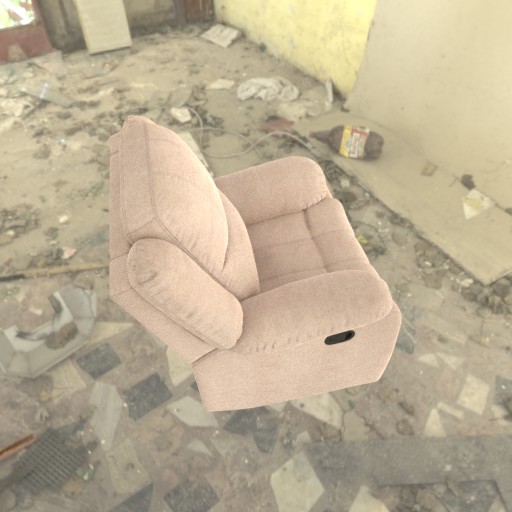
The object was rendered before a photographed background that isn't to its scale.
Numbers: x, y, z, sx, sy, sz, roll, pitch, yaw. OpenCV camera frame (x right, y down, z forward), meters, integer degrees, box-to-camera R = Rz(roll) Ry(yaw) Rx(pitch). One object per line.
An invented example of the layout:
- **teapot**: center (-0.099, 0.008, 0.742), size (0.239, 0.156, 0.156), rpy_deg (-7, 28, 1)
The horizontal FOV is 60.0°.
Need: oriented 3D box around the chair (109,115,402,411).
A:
- **chair**: center (0.000, 0.000, 1.722), size (0.944, 1.008, 0.899), rpy_deg (-9, 47, -9)
